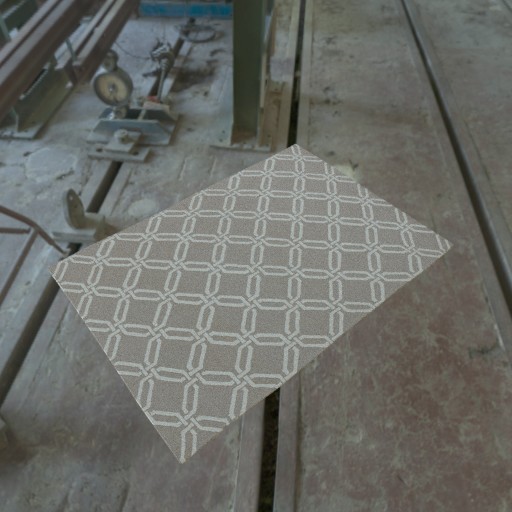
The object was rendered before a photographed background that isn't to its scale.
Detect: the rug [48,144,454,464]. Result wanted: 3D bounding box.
[{"bbox_3d":[0.000,0.000,2.824,2.135,0.013,1.524,-32,55,-26],"label":"rug"}]
